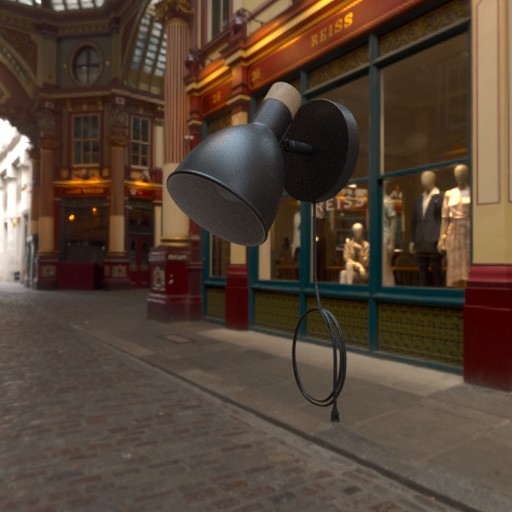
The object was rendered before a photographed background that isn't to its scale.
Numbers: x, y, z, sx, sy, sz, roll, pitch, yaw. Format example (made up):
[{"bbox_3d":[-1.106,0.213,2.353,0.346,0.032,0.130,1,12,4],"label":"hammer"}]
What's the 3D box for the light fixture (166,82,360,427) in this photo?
[{"bbox_3d":[0.000,0.000,0.498,0.203,0.401,0.127,0,0,-37],"label":"light fixture"}]
